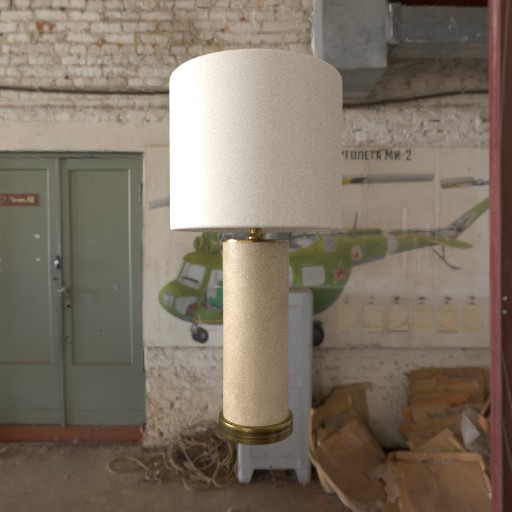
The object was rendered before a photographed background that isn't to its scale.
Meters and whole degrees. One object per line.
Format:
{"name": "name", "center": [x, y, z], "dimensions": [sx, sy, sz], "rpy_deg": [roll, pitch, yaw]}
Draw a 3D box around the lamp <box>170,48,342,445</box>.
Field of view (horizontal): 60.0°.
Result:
{"name": "lamp", "center": [0.000, 0.000, 0.805], "dimensions": [0.305, 0.634, 0.305], "rpy_deg": [1, 2, 36]}
